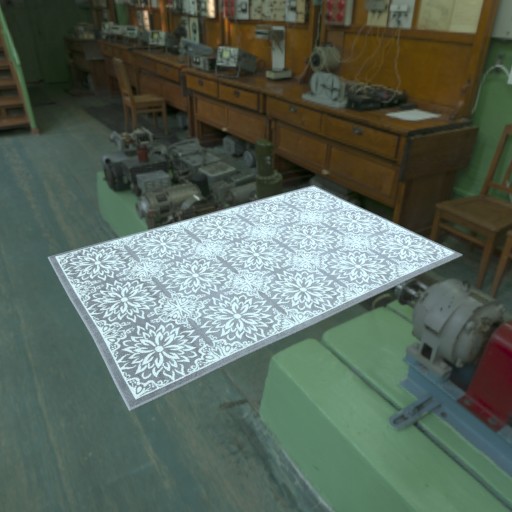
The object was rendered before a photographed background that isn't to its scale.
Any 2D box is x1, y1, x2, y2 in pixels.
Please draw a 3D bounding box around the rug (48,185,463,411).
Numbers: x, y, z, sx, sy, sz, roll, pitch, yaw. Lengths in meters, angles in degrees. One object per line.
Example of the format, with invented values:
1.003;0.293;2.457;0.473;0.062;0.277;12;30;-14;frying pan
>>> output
0.000;0.000;3.515;2.746;0.018;1.819;-19;35;-29;rug
